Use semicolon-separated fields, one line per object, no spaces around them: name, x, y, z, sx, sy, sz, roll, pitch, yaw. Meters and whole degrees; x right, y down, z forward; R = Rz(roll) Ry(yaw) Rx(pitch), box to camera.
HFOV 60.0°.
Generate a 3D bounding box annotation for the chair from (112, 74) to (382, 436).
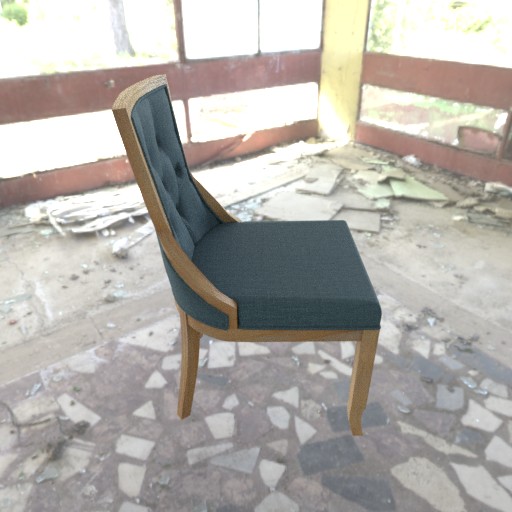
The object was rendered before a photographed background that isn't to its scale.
chair;0.000;0.000;1.316;0.641;0.947;0.524;0;30;0
